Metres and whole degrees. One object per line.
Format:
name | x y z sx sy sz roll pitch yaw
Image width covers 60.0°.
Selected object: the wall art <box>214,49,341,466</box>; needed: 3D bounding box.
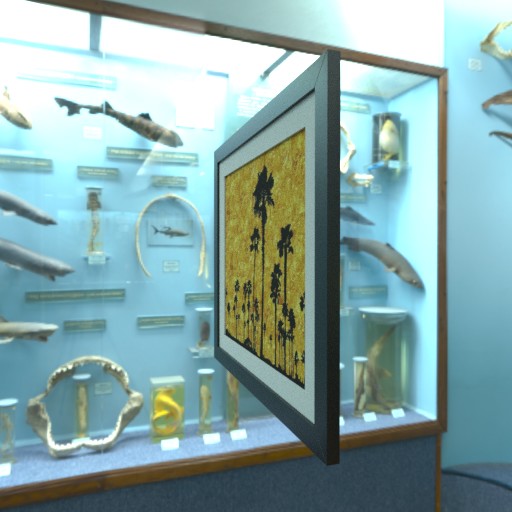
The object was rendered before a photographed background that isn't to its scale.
wall art | 0.000 0.000 0.534 0.012 0.332 0.383 0 1 -19
